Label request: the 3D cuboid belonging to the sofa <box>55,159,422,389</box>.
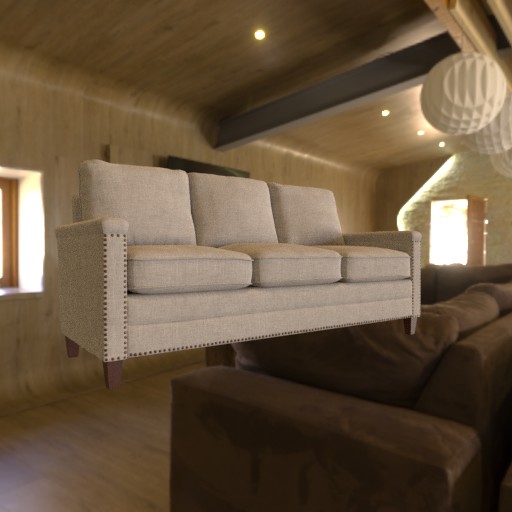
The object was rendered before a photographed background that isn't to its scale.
[{"bbox_3d":[0.000,0.000,2.452,1.925,0.959,0.828,0,1,-36],"label":"sofa"}]
